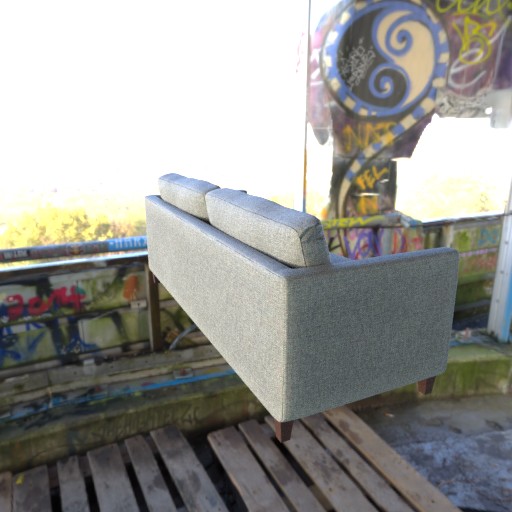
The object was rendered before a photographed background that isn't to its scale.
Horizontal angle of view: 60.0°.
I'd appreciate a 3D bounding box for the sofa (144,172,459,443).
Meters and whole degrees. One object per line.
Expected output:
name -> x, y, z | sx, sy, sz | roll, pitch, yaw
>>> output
sofa -> 0.000, 0.000, 2.910 | 0.948, 0.951, 2.434 | -7, 17, -25
